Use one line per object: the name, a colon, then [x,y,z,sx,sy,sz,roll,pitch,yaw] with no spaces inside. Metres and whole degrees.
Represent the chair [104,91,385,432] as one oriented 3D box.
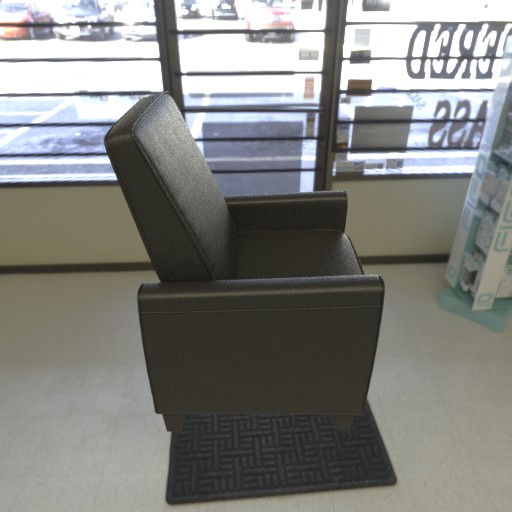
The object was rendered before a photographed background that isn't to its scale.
chair: [0.000,0.000,1.534,0.746,1.013,0.705,0,31,0]
